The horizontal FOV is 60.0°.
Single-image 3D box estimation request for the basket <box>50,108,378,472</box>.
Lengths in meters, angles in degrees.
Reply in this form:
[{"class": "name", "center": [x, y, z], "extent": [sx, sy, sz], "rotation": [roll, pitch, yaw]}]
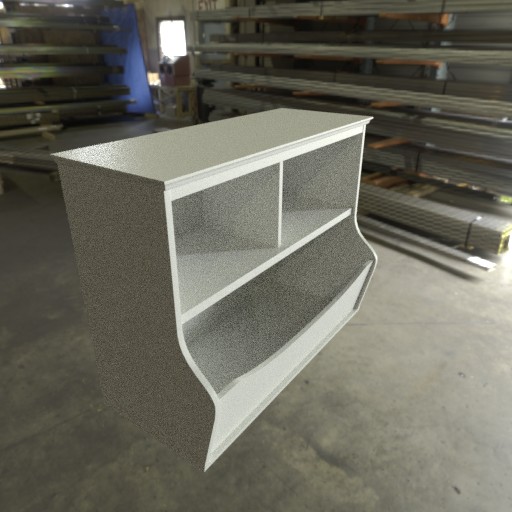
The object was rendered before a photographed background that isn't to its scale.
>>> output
[{"class": "basket", "center": [0.000, 0.000, 1.153], "extent": [0.376, 0.625, 0.792], "rotation": [18, 31, 32]}]
